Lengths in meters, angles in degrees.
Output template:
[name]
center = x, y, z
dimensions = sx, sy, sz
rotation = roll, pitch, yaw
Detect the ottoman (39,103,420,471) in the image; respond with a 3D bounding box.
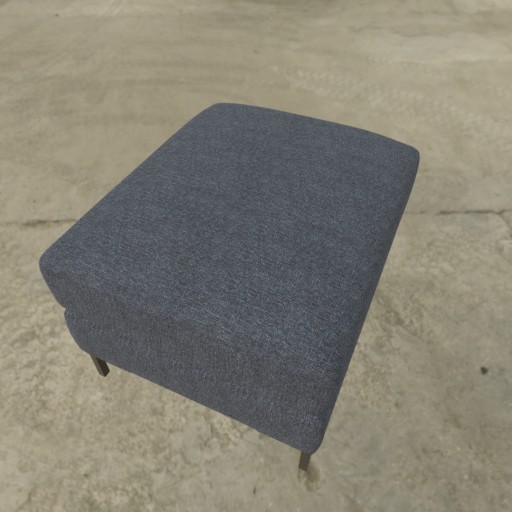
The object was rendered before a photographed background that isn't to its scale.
[ottoman]
center = 0.000, 0.000, 1.266
dimensions = 0.695, 0.533, 0.831
rotation = 18, 48, 17
